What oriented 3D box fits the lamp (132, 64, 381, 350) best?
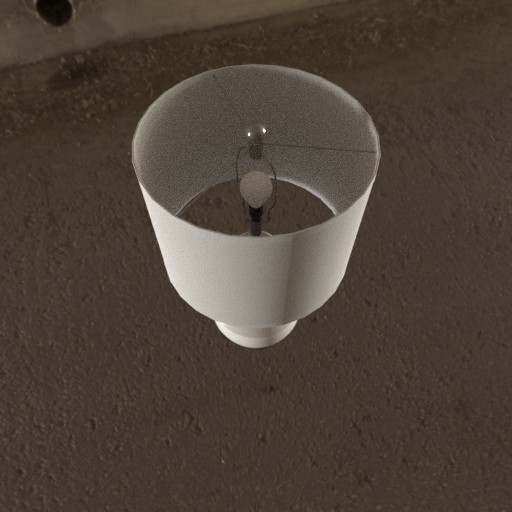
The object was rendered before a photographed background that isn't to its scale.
[{"bbox_3d":[0.000,0.000,0.899,0.357,0.673,0.357,32,62,19],"label":"lamp"}]
